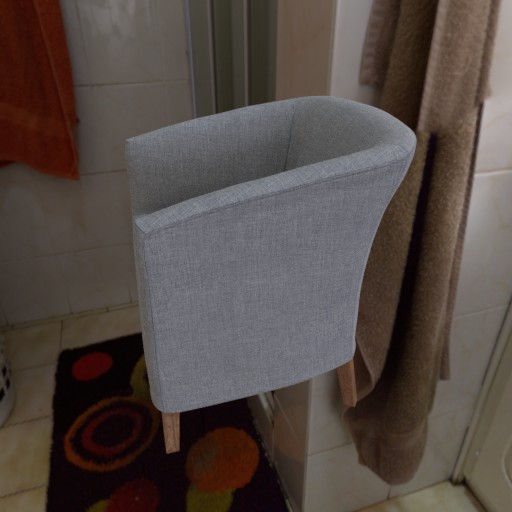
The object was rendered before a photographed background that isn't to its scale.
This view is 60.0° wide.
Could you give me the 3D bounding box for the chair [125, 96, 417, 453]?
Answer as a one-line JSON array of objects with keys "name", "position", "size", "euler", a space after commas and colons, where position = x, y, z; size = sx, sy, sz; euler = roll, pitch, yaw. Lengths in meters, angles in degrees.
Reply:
[{"name": "chair", "position": [0.000, 0.000, 1.248], "size": [0.668, 0.771, 0.600], "euler": [-8, 32, -14]}]
